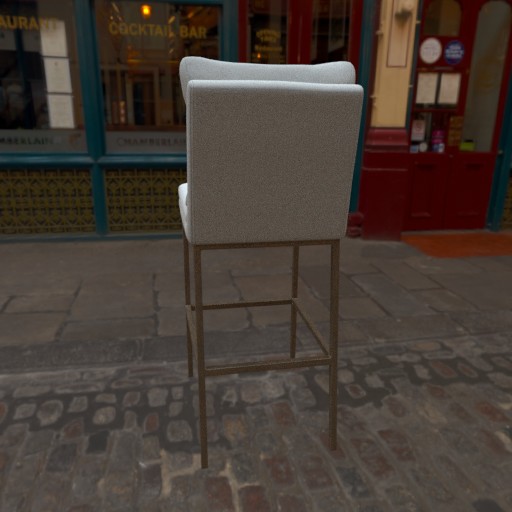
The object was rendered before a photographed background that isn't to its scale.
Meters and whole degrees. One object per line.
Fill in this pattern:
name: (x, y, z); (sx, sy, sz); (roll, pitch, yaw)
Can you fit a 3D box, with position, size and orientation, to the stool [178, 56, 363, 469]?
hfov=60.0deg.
stool: (0.000, 0.000, 1.434); (0.463, 1.125, 0.572); (-3, 16, -11)
